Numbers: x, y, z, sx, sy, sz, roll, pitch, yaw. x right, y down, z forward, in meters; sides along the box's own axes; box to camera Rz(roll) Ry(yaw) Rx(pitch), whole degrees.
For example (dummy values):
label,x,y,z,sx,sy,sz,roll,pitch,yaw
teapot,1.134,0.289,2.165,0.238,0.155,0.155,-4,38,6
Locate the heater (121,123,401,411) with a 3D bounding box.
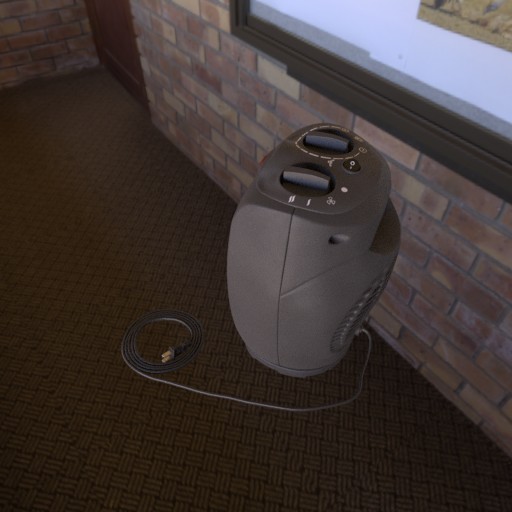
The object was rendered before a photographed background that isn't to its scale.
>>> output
label,x,y,z,sx,sy,sz,roll,pitch,yaw
heater,0.000,0.000,0.478,0.291,0.255,0.239,17,48,15
